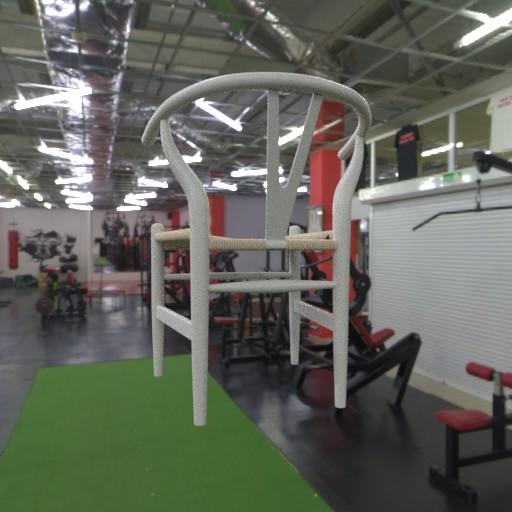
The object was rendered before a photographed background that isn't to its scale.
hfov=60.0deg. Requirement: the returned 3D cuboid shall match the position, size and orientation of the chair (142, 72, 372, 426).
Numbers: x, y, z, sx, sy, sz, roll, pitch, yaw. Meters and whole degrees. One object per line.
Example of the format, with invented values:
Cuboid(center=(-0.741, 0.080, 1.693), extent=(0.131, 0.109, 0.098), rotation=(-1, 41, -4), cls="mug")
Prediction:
Cuboid(center=(0.000, 0.000, 1.148), extent=(0.569, 0.730, 0.579), rotation=(0, 1, -18), cls="chair")
